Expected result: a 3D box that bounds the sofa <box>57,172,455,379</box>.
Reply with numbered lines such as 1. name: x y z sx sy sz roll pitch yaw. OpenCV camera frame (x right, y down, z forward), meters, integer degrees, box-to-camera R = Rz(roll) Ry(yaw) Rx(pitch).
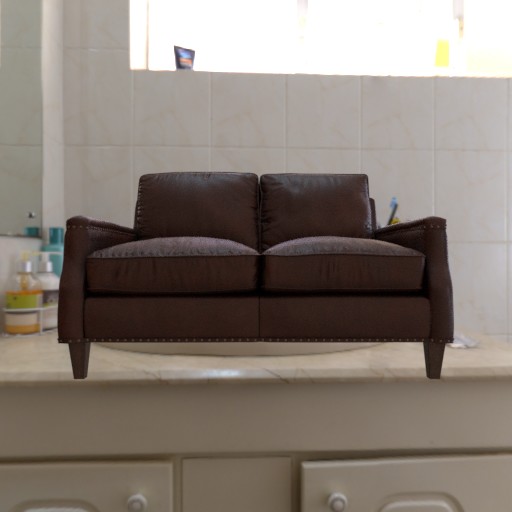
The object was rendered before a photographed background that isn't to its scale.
1. sofa: 0.000 0.000 2.285 1.628 1.003 1.083 0 0 0
